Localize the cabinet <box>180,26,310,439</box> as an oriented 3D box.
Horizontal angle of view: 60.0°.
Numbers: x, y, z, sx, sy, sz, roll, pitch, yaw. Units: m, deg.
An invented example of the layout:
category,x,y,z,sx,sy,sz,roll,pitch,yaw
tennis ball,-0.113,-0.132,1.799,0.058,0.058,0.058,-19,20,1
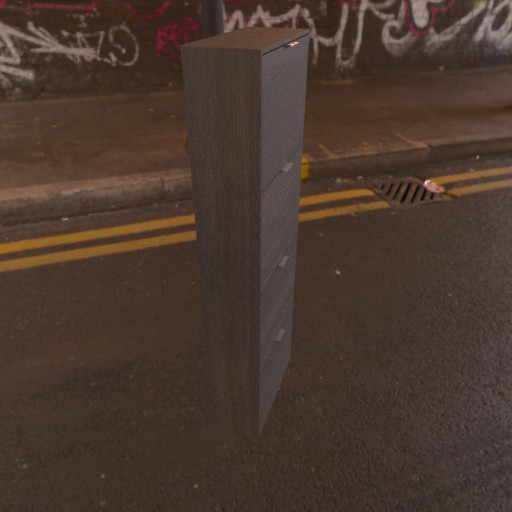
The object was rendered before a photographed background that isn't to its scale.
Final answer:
category,x,y,z,sx,sy,sz,roll,pitch,yaw
cabinet,0.000,0.000,1.824,0.255,1.630,0.520,11,34,16
